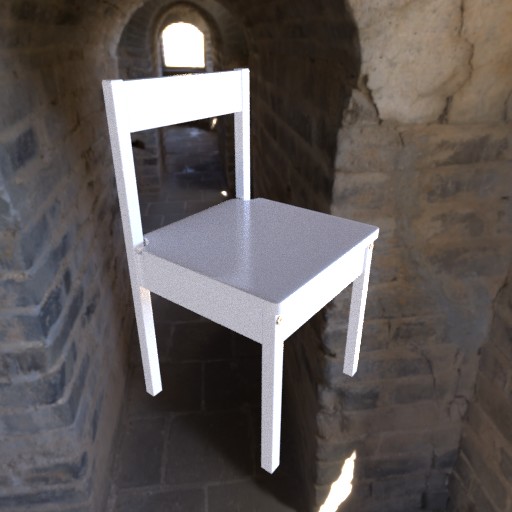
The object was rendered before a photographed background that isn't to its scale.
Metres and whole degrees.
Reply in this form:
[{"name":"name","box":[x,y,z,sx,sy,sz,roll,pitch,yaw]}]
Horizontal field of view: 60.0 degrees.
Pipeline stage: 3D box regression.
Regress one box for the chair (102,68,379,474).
[{"name":"chair","box":[0.000,0.000,0.893,0.361,0.668,0.367,19,32,33]}]
